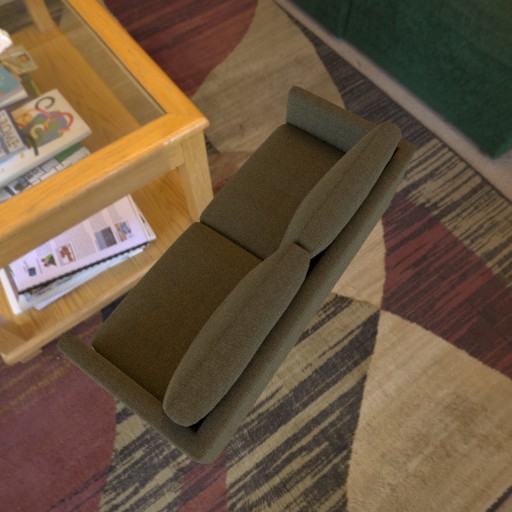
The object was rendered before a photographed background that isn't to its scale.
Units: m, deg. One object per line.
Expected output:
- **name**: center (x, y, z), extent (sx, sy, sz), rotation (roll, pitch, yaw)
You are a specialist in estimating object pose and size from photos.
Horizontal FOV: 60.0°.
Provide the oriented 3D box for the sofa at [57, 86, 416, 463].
- **sofa**: center (0.000, 0.000, 2.718), extent (0.948, 0.965, 2.208), rotation (33, 68, 15)
